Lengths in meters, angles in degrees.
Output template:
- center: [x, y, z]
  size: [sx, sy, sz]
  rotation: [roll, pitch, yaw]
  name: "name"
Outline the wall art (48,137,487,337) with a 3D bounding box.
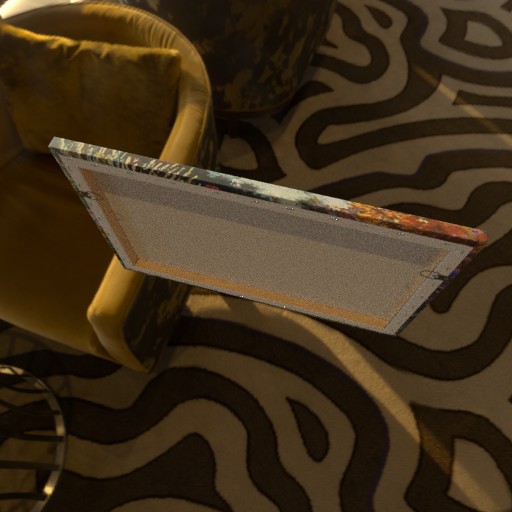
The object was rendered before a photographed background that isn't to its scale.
- center: [0.000, 0.000, 1.456]
  size: [1.136, 0.760, 0.042]
  rotation: [13, 64, 7]
  name: "wall art"
